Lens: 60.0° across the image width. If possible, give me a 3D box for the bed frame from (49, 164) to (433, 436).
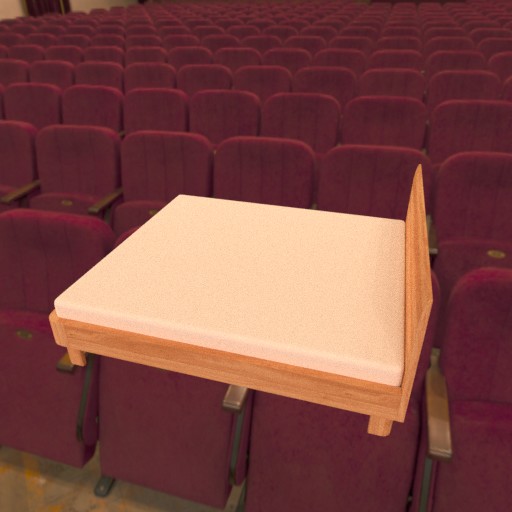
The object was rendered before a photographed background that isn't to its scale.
[{"bbox_3d":[0.000,0.000,3.113,2.092,0.940,1.872,8,31,14],"label":"bed frame"}]
